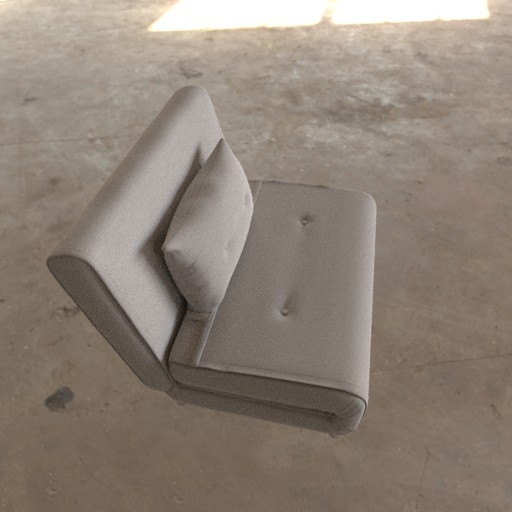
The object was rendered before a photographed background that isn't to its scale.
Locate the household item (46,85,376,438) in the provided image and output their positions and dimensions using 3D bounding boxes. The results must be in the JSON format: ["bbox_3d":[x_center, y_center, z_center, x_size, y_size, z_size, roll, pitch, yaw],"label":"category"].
[{"bbox_3d":[0.000,0.000,1.625,0.874,0.800,1.000,9,46,9],"label":"household item"}]
